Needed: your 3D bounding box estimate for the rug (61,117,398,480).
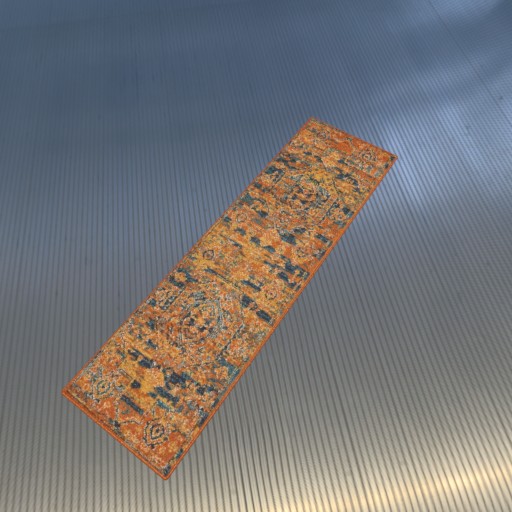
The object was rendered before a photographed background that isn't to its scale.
[{"bbox_3d":[0.000,0.000,2.460,0.651,0.016,2.274,31,63,17],"label":"rug"}]
